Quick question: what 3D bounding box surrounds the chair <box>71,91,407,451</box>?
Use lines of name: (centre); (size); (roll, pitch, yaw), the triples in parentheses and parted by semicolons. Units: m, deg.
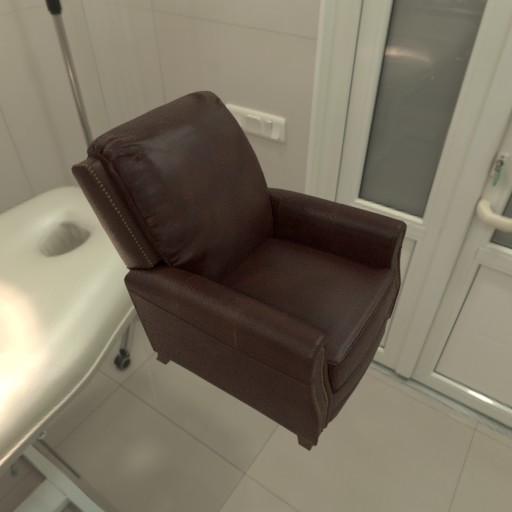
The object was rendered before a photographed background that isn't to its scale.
chair: (0.000, 0.000, 1.798); (1.089, 1.022, 0.826); (24, 46, 25)
